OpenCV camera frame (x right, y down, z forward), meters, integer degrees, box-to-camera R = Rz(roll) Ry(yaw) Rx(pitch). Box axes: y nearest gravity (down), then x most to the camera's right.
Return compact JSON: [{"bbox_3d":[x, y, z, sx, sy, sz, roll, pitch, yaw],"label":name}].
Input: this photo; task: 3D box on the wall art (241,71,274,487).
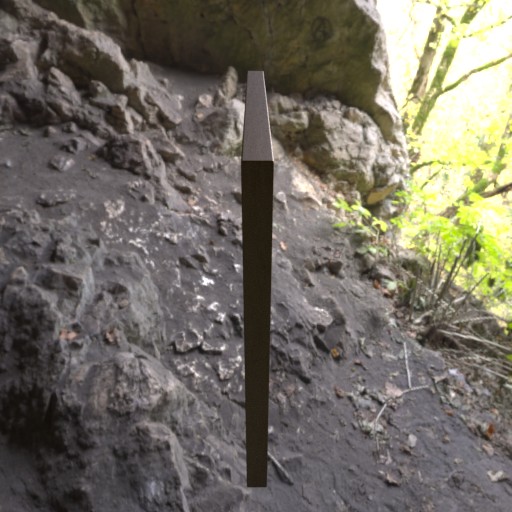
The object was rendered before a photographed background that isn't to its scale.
[{"bbox_3d":[0.000,0.000,0.747,0.030,0.506,0.503,0,31,0],"label":"wall art"}]
